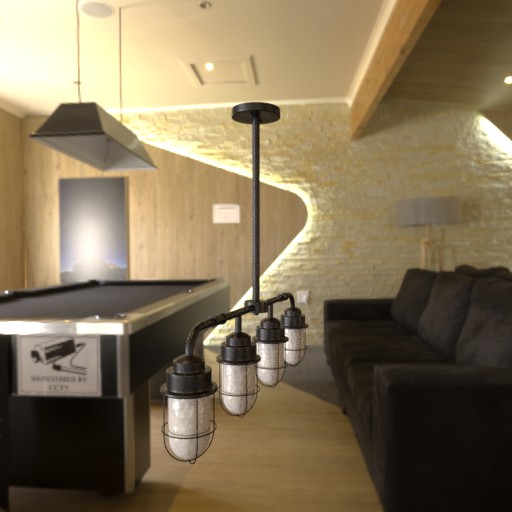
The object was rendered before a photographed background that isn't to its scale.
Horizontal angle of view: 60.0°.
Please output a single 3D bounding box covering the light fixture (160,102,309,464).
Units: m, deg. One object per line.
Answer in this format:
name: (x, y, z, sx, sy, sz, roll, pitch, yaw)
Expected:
light fixture: (0.000, 0.000, 1.199, 0.131, 0.785, 0.852, 0, 1, 20)
